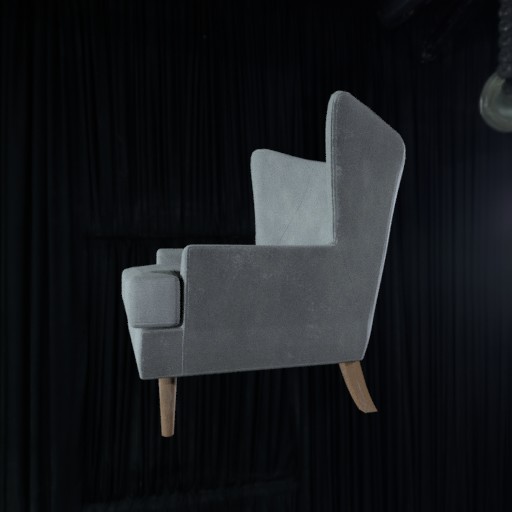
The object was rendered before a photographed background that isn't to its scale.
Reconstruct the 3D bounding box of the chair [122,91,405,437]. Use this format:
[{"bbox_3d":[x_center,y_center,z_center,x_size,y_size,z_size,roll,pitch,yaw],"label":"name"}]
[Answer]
[{"bbox_3d":[0.000,0.000,1.587,0.906,0.950,0.784,0,0,-18],"label":"chair"}]
